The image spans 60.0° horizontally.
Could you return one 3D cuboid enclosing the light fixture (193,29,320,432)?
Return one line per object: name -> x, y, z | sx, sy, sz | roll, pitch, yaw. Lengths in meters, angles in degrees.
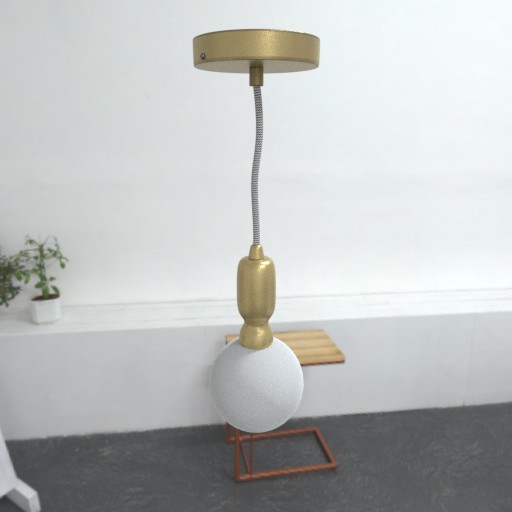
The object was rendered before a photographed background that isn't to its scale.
light fixture -> 0.000, 0.000, 0.578 | 0.147, 0.510, 0.146 | -9, 19, -27
